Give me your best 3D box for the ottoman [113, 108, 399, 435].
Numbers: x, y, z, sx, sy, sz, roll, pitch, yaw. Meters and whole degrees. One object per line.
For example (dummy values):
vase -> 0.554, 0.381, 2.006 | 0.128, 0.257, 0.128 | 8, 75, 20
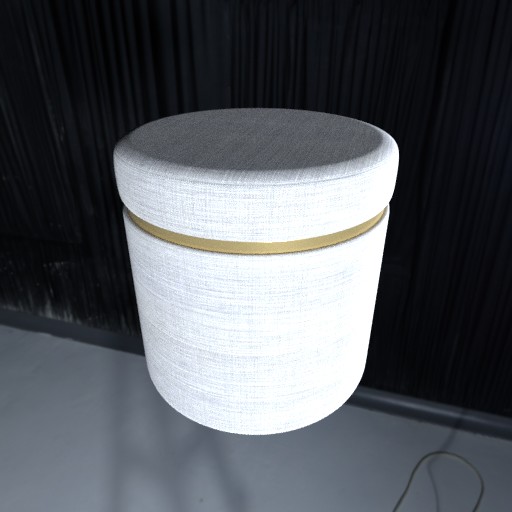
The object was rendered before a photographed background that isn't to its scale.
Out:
ottoman -> 0.000, 0.000, 0.731 | 0.400, 0.406, 0.400 | 0, 29, 0
